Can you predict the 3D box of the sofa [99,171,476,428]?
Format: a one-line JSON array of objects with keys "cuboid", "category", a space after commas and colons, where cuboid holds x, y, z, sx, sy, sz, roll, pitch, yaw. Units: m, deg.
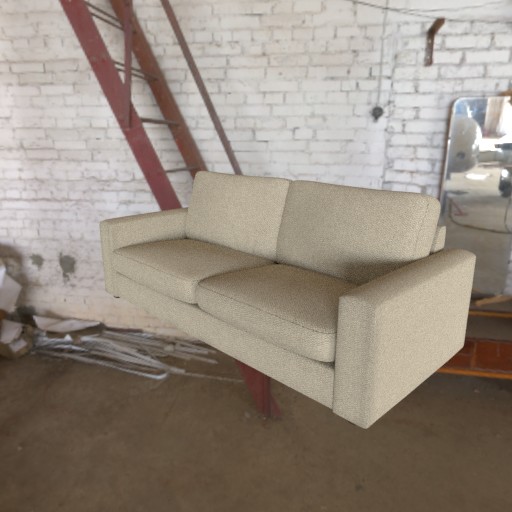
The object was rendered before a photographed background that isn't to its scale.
[{"cuboid": [0.000, 0.000, 2.687, 1.016, 0.873, 2.179, -15, 22, -43], "category": "sofa"}]
